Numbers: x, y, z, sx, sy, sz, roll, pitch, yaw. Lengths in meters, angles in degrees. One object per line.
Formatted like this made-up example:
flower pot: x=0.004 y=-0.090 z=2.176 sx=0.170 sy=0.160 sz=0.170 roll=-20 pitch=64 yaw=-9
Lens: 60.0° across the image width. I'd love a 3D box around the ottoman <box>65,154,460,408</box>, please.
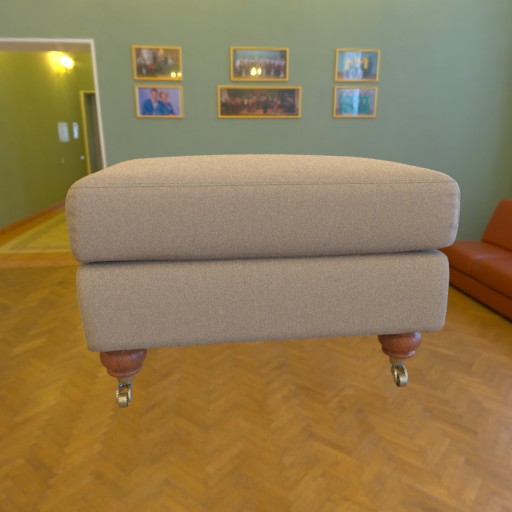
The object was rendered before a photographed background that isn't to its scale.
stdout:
ottoman: x=0.000 y=0.000 z=1.127 sx=0.773 sy=0.497 sz=0.574 roll=-2 pitch=16 yaw=-7
